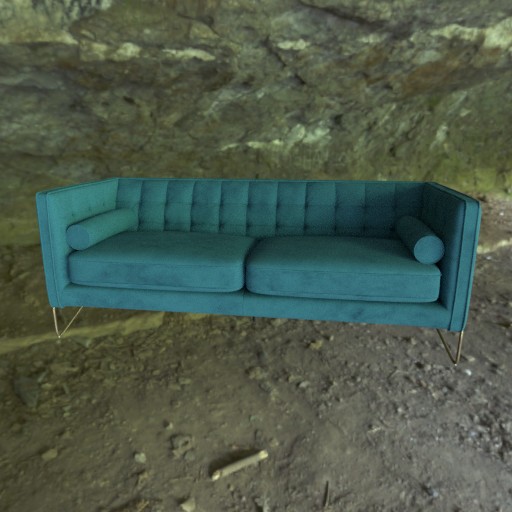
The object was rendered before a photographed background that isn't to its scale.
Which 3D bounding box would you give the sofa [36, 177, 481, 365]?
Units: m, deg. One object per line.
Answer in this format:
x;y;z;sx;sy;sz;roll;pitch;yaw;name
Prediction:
0.000;0.000;2.502;2.087;0.789;0.867;2;15;8;sofa
